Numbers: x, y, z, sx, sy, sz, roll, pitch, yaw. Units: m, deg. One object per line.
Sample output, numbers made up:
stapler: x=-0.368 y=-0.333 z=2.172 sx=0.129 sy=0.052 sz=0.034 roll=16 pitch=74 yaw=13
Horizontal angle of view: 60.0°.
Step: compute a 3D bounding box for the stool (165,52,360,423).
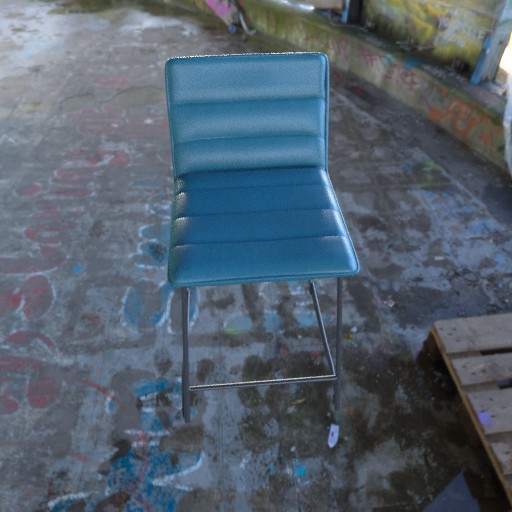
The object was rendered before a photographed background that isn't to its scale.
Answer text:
stool: x=0.000 y=0.000 z=1.179 sx=0.489 sy=0.866 sz=0.524 roll=-4 pitch=46 yaw=-3
